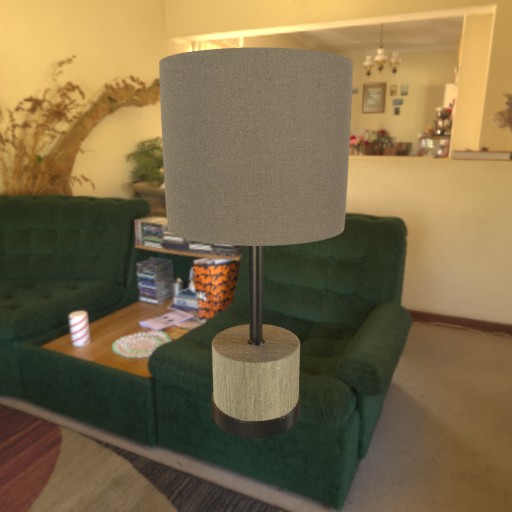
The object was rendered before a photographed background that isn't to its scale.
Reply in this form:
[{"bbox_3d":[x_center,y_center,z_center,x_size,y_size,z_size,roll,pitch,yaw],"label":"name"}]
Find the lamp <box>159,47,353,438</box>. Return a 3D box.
[{"bbox_3d":[0.000,0.000,0.590,0.229,0.470,0.229,2,15,8],"label":"lamp"}]
